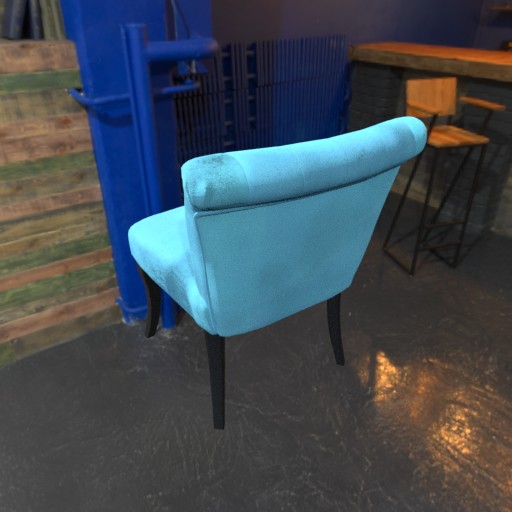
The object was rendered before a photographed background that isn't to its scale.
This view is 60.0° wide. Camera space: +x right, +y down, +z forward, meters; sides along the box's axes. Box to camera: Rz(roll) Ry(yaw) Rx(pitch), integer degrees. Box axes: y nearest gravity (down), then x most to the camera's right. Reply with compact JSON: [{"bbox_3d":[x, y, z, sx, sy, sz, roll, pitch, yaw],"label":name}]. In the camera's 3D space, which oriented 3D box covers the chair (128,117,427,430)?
[{"bbox_3d":[0.000,0.000,1.189,0.582,0.750,0.605,-19,35,-29],"label":"chair"}]
